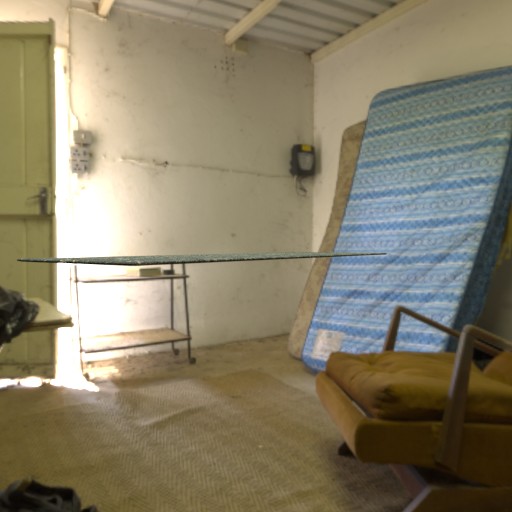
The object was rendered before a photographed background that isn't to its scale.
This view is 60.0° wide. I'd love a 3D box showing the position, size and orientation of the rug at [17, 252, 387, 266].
[{"bbox_3d":[0.000,0.000,2.489,0.719,0.013,2.306,1,2,35],"label":"rug"}]
